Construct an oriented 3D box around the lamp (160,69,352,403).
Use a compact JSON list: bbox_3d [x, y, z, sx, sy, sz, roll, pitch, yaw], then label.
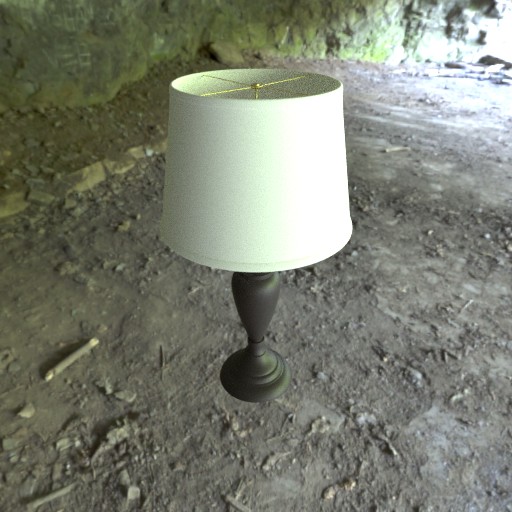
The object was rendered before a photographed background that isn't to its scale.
[{"bbox_3d":[0.000,0.000,0.823,0.335,0.611,0.335,0,31,0],"label":"lamp"}]
